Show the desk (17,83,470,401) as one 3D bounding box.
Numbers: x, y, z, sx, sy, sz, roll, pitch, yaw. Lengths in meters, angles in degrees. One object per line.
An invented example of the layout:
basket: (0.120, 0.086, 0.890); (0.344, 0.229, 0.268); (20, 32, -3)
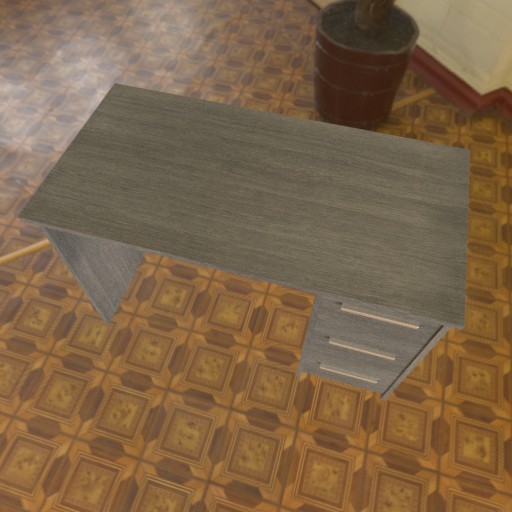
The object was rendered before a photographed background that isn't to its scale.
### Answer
desk: (0.000, 0.000, 1.494); (1.097, 0.735, 0.560); (13, 58, 9)
